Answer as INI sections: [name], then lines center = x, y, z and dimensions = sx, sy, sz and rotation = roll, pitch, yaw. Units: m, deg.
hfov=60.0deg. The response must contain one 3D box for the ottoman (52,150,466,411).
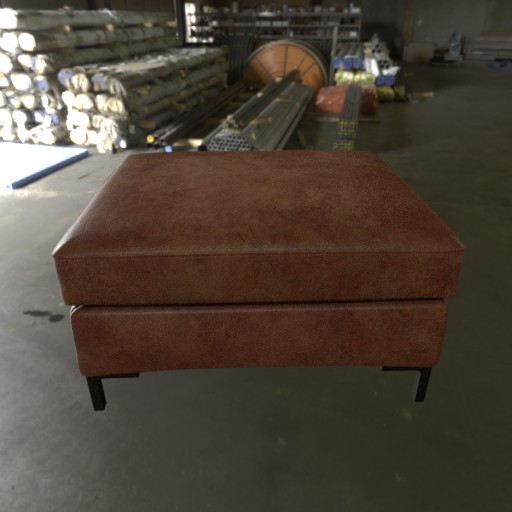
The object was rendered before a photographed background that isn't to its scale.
[ottoman]
center = 0.000, 0.000, 1.771
dimensions = 1.186, 0.667, 0.965
rotation = -1, 29, -2
